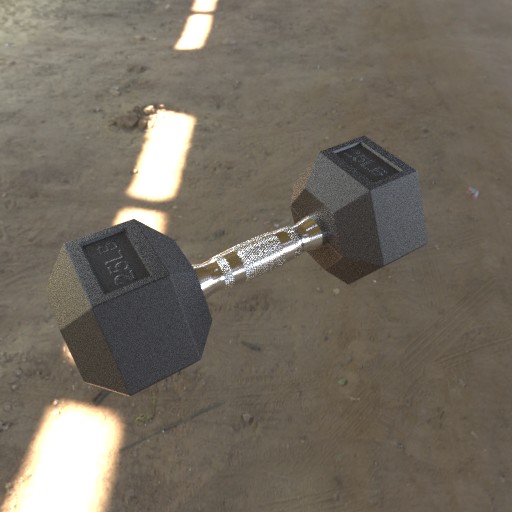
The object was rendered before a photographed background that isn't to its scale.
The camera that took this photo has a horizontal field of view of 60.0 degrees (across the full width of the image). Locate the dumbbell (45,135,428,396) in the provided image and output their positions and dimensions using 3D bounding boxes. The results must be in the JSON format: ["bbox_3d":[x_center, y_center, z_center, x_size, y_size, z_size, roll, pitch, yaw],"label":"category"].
[{"bbox_3d":[0.000,0.000,0.374,0.315,0.113,0.129,-24,50,-21],"label":"dumbbell"}]
